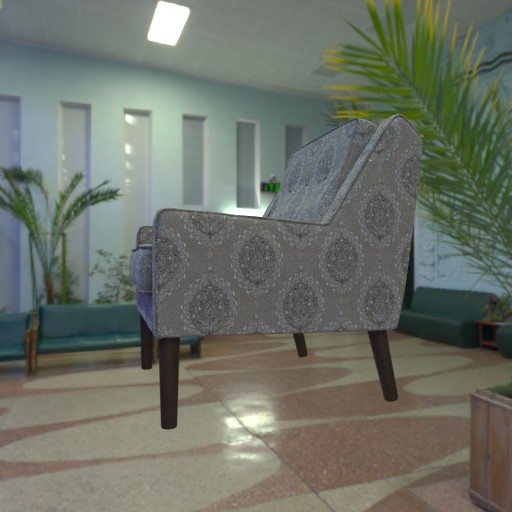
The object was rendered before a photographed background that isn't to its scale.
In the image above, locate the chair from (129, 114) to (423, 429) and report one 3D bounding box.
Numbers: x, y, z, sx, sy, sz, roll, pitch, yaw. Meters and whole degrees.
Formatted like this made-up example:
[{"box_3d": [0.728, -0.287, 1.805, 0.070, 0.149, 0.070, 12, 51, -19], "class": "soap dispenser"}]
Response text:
[{"box_3d": [0.000, 0.000, 1.397, 0.750, 0.797, 0.665, 0, 0, -19], "class": "chair"}]
